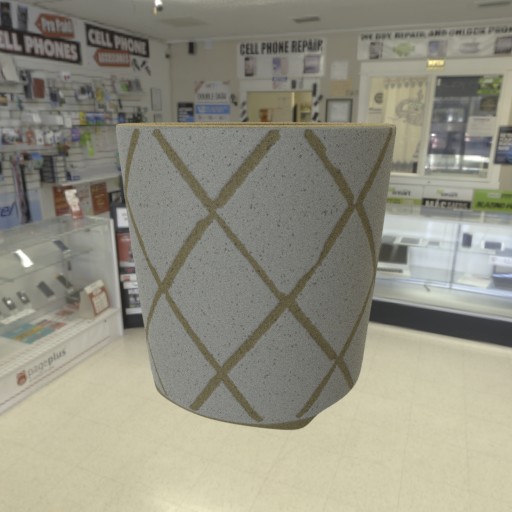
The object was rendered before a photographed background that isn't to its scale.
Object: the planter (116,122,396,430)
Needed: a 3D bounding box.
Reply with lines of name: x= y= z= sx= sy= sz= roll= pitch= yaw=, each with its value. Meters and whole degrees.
planter: x=0.000 y=0.000 z=0.410 sx=0.228 sy=0.235 sz=0.228 roll=0 pitch=17 yaw=0
